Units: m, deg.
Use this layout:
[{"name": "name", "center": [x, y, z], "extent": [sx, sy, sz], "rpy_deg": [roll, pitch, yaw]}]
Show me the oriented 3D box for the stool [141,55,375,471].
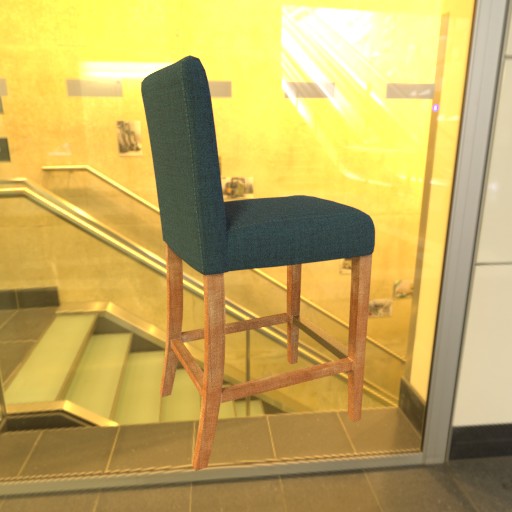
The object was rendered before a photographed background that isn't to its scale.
[{"name": "stool", "center": [0.000, 0.000, 1.347], "extent": [0.567, 1.039, 0.454], "rpy_deg": [-7, 17, -24]}]
